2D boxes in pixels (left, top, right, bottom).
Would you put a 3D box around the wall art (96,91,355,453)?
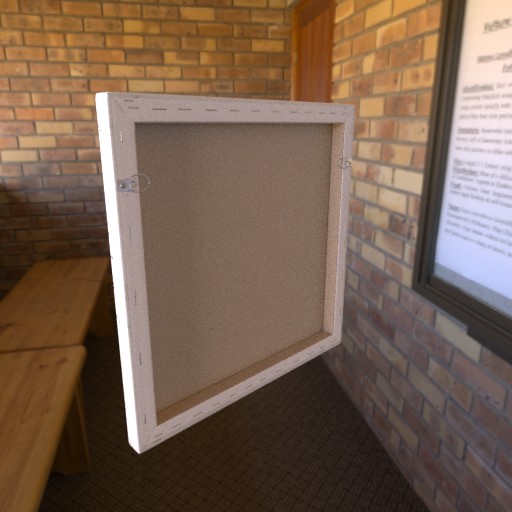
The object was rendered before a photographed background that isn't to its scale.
[{"bbox_3d":[0.000,0.000,0.917,0.610,0.611,0.040,-15,22,-42],"label":"wall art"}]
